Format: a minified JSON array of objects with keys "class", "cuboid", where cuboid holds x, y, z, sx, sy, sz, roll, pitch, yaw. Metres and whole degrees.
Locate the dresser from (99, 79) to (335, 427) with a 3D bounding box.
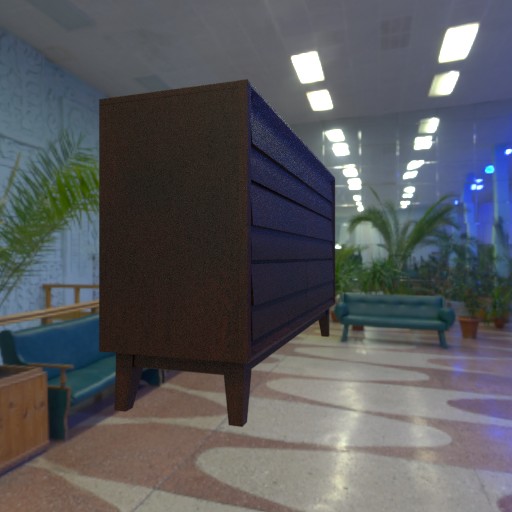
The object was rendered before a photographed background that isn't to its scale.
[{"class":"dresser","cuboid":[0.000,0.000,2.059,0.499,0.971,1.609,0,0,19]}]
